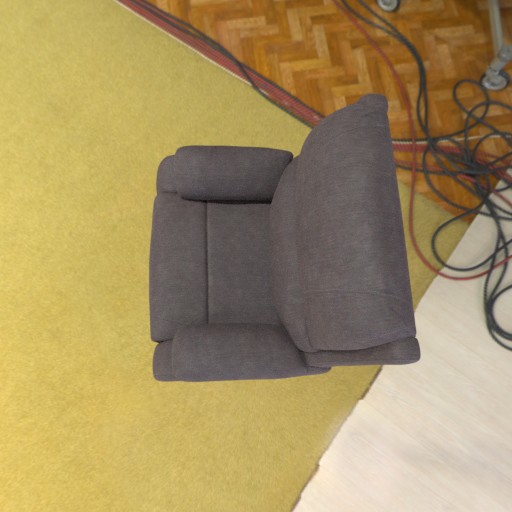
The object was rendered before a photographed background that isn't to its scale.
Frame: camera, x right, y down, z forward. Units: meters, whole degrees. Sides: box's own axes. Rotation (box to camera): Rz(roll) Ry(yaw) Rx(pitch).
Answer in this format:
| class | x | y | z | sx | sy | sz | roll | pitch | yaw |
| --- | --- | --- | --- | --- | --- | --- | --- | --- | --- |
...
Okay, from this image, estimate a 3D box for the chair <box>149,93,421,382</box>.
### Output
| class | x | y | z | sx | sy | sz | roll | pitch | yaw |
| --- | --- | --- | --- | --- | --- | --- | --- | --- | --- |
| chair | 0.000 | 0.000 | 1.728 | 0.899 | 1.011 | 0.930 | -2 | 75 | -1 |
